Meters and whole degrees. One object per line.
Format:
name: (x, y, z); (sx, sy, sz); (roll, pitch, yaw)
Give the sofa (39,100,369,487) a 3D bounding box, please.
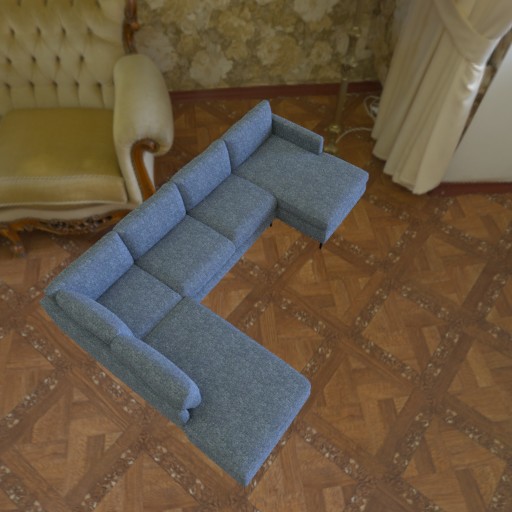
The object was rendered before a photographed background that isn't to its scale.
sofa: (0.000, 0.000, 3.581); (1.879, 0.756, 2.737); (32, 61, 20)
